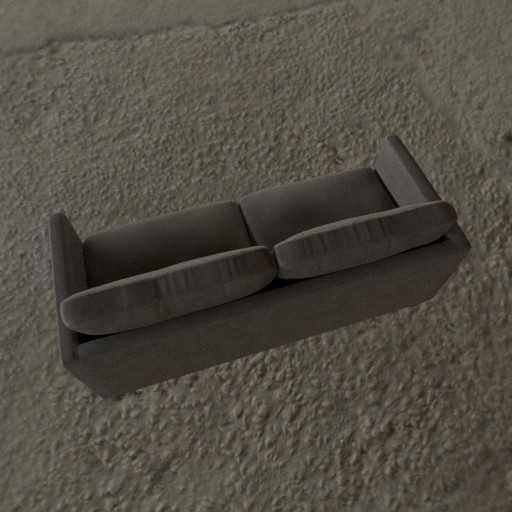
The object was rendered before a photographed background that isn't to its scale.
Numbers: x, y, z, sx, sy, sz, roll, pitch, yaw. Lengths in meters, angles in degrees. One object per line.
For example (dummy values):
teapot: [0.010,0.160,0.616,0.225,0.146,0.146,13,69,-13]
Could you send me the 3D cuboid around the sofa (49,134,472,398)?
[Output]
sofa: [0.000,0.000,2.683,2.208,0.965,0.951,-15,60,-9]
